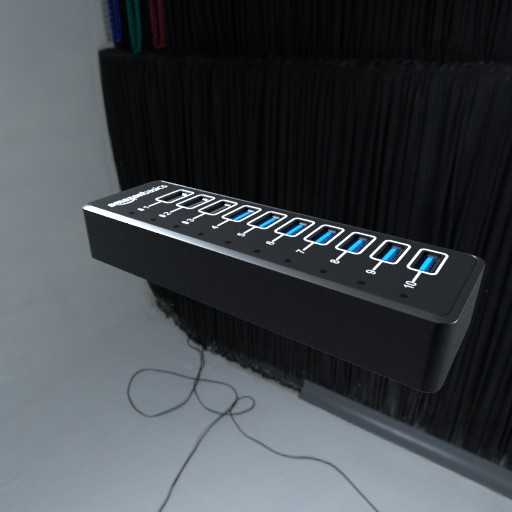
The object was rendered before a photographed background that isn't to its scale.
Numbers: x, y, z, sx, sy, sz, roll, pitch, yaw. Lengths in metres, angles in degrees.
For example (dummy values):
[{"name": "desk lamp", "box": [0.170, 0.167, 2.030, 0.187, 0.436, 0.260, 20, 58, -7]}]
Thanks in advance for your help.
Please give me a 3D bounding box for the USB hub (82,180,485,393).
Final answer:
[{"name": "USB hub", "box": [0.000, 0.000, 0.163, 0.145, 0.023, 0.044, 17, 32, 30]}]
